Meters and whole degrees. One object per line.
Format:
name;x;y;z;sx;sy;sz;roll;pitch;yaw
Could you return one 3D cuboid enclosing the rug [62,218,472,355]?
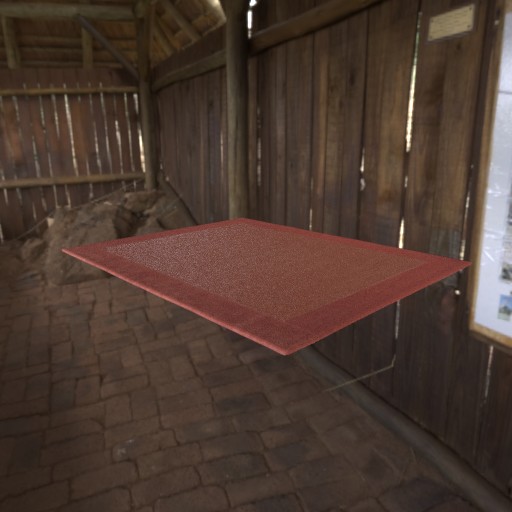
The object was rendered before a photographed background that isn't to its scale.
rug;0.000;0.000;4.111;2.430;0.018;2.976;-14;21;-42
